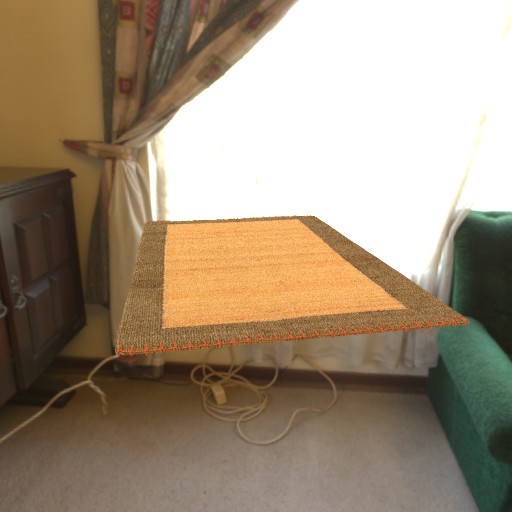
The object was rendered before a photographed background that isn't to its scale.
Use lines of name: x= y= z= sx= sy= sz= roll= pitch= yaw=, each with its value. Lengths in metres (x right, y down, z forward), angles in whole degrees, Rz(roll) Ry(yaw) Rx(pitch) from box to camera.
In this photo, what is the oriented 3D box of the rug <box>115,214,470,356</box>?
rug: x=0.000 y=0.000 z=2.299 sx=1.220 sy=0.019 sz=1.838 roll=-3 pitch=18 yaw=-10
